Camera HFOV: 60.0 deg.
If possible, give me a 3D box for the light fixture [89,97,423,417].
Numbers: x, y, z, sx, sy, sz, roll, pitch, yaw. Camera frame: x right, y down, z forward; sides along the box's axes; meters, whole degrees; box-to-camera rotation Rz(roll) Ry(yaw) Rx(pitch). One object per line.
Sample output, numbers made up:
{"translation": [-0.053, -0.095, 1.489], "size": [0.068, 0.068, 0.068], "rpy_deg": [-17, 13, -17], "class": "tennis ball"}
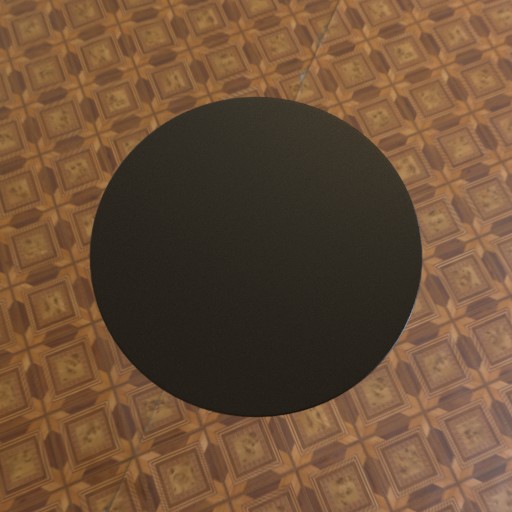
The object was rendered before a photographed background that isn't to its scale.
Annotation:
{"translation": [0.000, 0.000, 0.420], "size": [0.283, 0.097, 0.283], "rpy_deg": [0, 75, 0], "class": "light fixture"}
